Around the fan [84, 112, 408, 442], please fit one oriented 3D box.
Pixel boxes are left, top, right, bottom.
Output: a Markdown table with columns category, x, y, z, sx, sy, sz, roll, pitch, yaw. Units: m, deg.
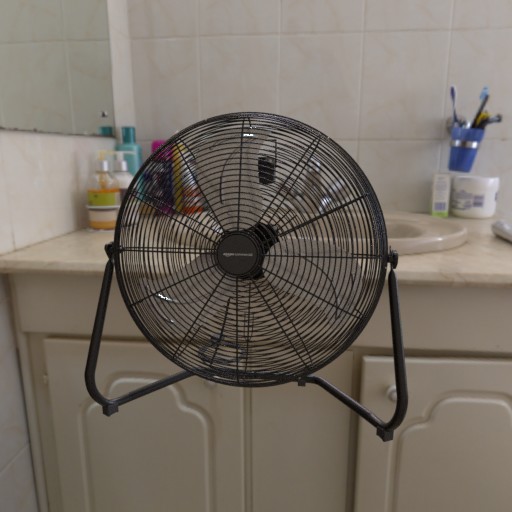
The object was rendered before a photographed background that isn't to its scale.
| category | x | y | z | sx | sy | sz | roll | pitch | yaw |
| --- | --- | --- | --- | --- | --- | --- | --- | --- | --- |
| fan | 0.000 | 0.000 | 0.907 | 0.555 | 0.546 | 0.424 | 2 | 13 | 8 |
